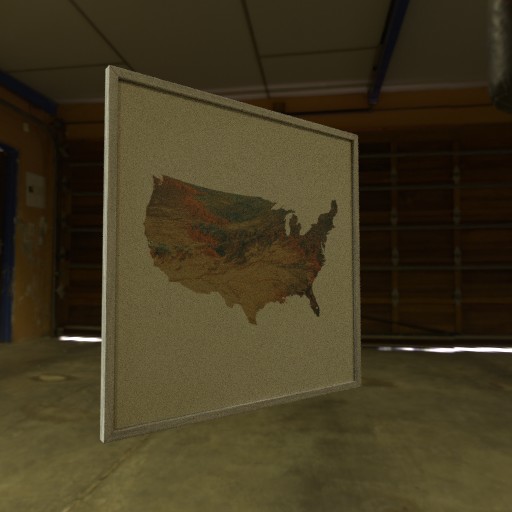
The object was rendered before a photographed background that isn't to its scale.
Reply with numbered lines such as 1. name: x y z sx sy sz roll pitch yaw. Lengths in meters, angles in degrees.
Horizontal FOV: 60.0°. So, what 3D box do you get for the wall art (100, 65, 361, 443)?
1. wall art: 0.000 0.000 0.750 0.508 0.507 0.016 2 -3 -36
